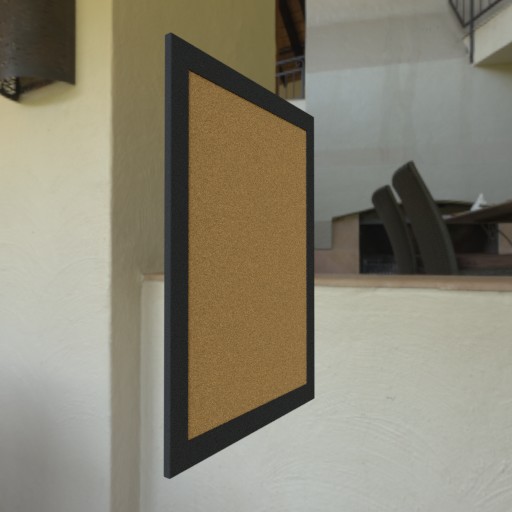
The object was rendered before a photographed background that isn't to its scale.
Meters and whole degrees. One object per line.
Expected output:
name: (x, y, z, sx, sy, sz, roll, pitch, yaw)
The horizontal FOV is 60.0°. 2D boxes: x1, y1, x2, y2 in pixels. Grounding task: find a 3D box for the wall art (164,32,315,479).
wall art: (0.000, 0.000, 0.681, 0.012, 0.529, 0.374, -1, -1, 34)
